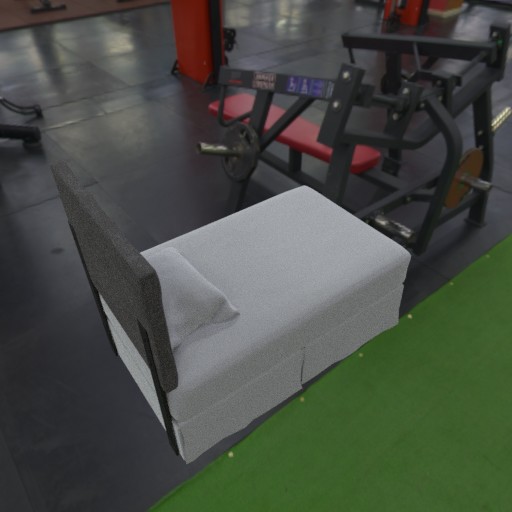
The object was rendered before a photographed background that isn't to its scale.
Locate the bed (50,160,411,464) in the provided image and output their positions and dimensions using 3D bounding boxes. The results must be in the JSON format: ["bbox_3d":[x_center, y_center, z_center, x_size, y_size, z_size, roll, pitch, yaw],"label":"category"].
[{"bbox_3d":[0.000,0.000,3.009,1.997,1.571,1.261,-26,47,-27],"label":"bed"}]
